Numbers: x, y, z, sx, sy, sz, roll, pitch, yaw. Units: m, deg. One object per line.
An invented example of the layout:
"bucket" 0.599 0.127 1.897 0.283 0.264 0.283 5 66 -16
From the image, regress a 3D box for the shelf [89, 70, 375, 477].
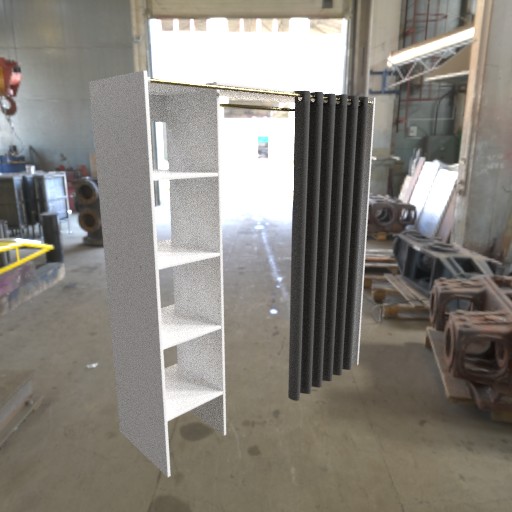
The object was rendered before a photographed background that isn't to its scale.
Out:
"shelf" 0.000 0.000 2.578 1.600 1.810 0.500 -14 20 -42
